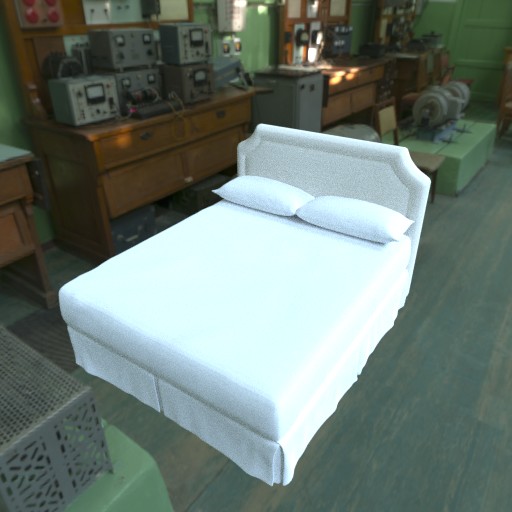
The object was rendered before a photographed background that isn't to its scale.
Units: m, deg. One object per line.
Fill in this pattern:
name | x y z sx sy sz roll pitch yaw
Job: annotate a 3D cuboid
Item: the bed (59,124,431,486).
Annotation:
bed | 0.000 0.000 3.770 2.134 1.524 2.548 19 35 29
